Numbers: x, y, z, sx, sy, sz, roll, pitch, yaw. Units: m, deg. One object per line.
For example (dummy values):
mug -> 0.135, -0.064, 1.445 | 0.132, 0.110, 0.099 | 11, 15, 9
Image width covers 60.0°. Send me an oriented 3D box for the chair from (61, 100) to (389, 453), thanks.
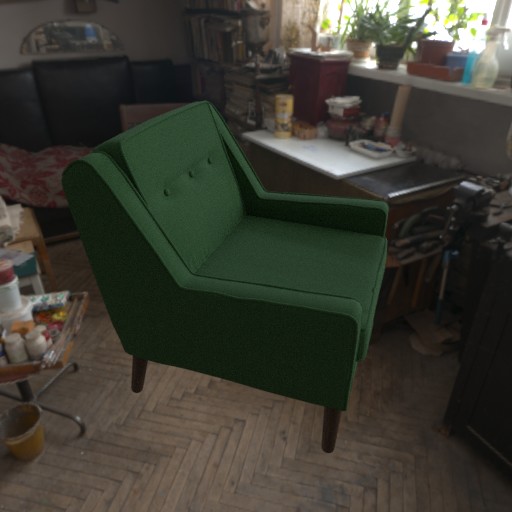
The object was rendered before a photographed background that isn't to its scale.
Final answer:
chair -> 0.000, 0.000, 1.341 | 0.743, 0.792, 0.663 | 11, 33, 17
